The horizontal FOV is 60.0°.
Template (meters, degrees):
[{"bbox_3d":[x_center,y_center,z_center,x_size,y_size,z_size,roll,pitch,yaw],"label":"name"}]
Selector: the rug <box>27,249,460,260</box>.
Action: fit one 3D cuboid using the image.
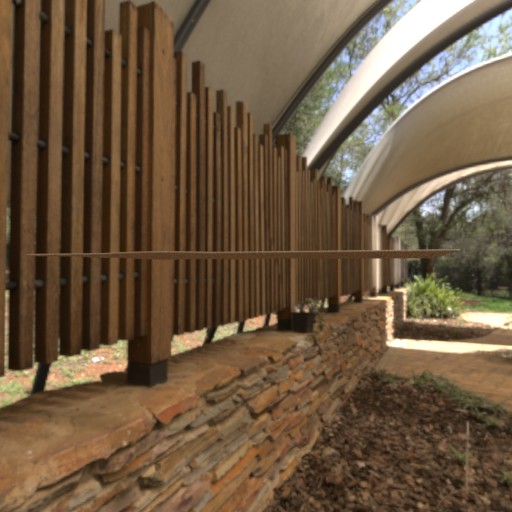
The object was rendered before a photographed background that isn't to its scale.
[{"bbox_3d":[0.000,0.000,2.343,1.829,0.013,1.220,0,-1,18],"label":"rug"}]
